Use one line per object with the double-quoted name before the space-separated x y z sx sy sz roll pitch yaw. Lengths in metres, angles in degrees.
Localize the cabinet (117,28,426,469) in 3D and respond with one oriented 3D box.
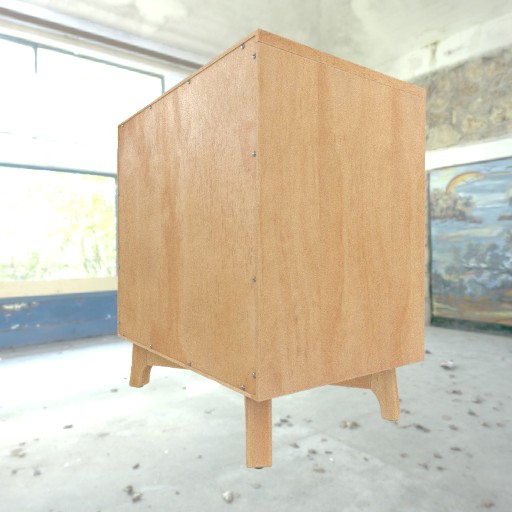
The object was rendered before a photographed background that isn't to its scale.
"cabinet" 0.000 0.000 0.917 0.394 0.599 0.551 -1 1 -36
